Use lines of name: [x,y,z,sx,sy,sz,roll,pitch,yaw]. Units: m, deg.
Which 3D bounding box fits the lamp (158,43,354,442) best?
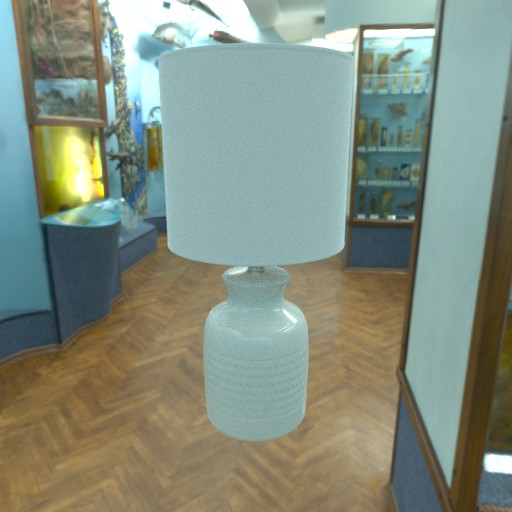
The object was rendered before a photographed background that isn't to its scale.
lamp: [0.000,0.000,0.484,0.188,0.392,0.188,3,16,9]
